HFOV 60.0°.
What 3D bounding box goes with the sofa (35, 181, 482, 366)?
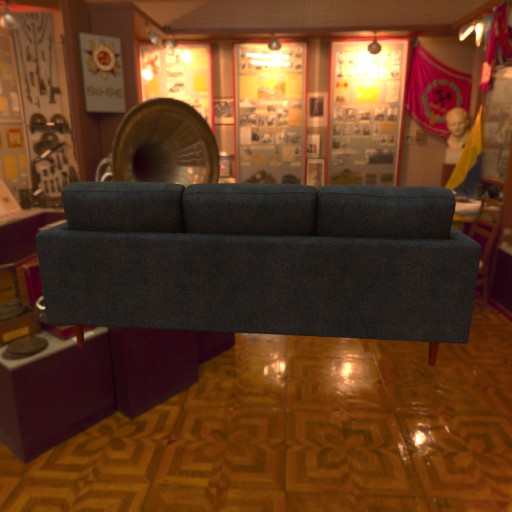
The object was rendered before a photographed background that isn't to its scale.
[{"bbox_3d":[0.000,0.000,2.658,2.246,0.930,0.903,2,16,6],"label":"sofa"}]
